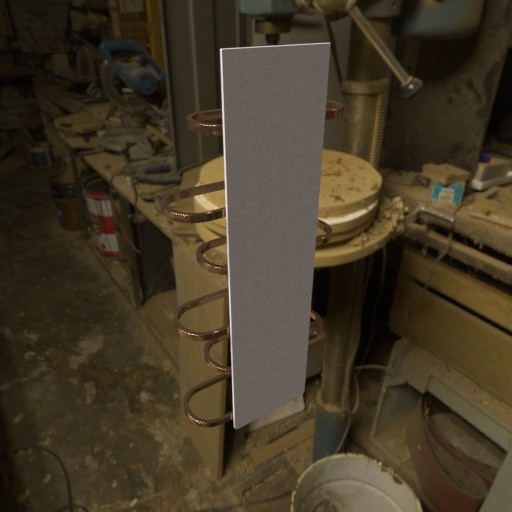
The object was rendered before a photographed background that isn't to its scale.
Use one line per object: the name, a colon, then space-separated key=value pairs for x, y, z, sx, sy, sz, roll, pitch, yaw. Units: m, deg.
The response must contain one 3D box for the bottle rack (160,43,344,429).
bottle rack: x=0.000 y=0.000 z=0.816 sx=0.332 sy=0.709 sz=0.118 roll=-18 pitch=34 yaw=-29
